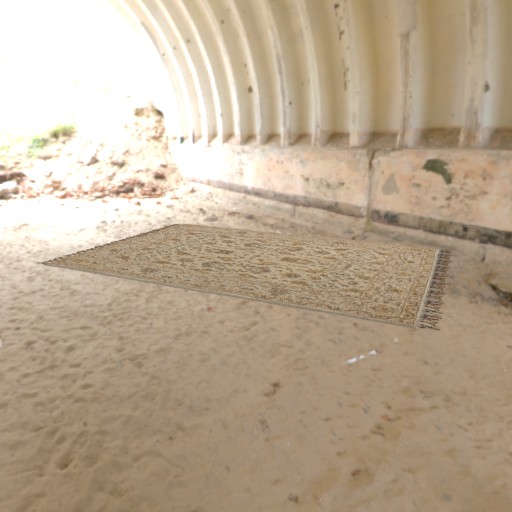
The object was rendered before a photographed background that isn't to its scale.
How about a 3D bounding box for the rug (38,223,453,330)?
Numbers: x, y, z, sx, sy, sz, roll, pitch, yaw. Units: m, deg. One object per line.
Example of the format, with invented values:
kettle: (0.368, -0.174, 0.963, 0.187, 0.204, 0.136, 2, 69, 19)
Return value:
rug: (0.000, 0.000, 3.033, 2.434, 0.027, 1.529, 7, 17, 24)
